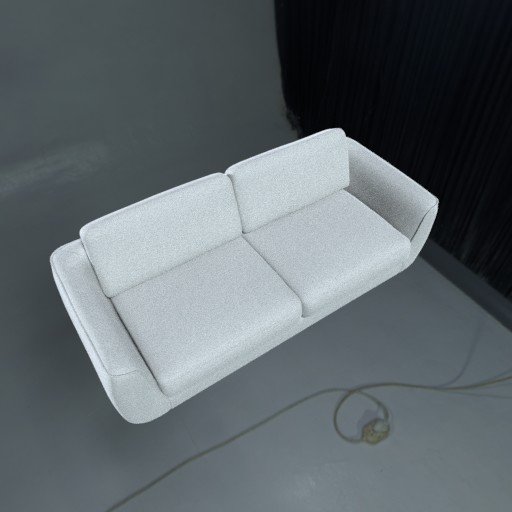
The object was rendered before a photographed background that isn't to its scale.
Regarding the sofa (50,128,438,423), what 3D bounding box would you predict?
[{"bbox_3d":[0.000,0.000,2.493,2.000,0.850,0.920,-26,52,-22],"label":"sofa"}]
